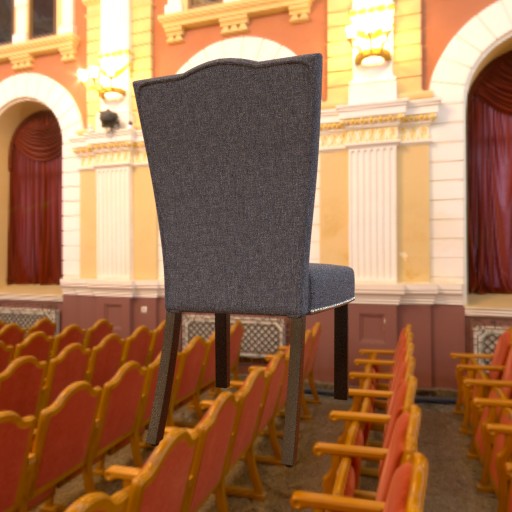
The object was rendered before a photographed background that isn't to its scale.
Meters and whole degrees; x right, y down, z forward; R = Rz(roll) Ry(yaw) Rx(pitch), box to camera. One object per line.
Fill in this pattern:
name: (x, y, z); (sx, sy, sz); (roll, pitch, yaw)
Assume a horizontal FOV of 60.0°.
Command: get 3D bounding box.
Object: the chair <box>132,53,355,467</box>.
chair: (0.000, 0.000, 1.312); (0.518, 0.946, 0.589); (0, -1, 19)
